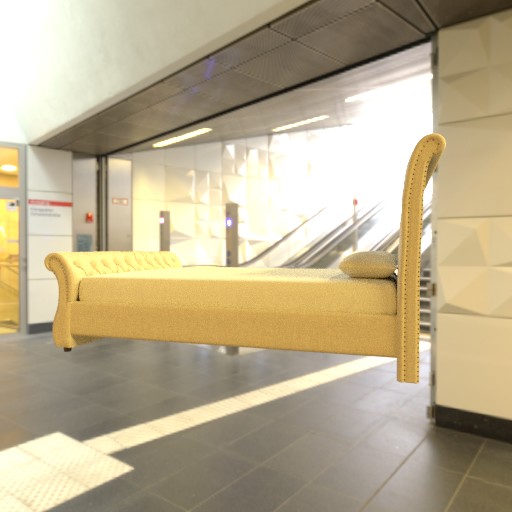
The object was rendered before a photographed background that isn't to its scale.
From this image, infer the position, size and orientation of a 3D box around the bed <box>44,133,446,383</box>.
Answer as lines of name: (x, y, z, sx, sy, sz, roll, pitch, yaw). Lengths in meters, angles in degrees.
bed: (0.000, 0.000, 3.346, 2.493, 1.268, 1.606, 0, 1, 18)
